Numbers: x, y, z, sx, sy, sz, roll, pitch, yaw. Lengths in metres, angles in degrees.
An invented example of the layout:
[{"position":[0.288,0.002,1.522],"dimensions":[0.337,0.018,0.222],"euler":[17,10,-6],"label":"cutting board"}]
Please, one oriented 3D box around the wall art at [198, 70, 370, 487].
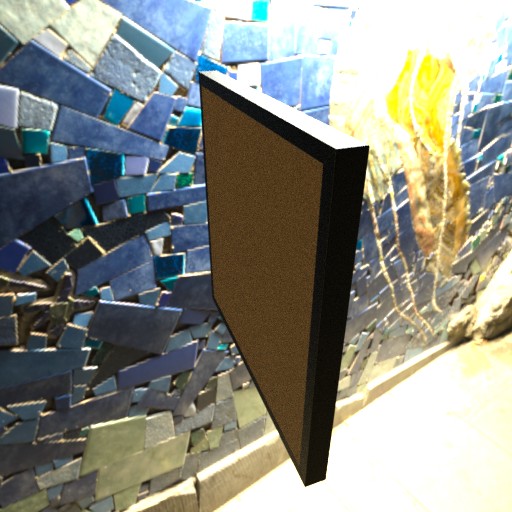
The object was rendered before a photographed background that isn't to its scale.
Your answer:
[{"position":[0.000,0.000,0.736],"dimensions":[0.036,0.508,0.508],"euler":[-11,32,-18],"label":"wall art"}]
